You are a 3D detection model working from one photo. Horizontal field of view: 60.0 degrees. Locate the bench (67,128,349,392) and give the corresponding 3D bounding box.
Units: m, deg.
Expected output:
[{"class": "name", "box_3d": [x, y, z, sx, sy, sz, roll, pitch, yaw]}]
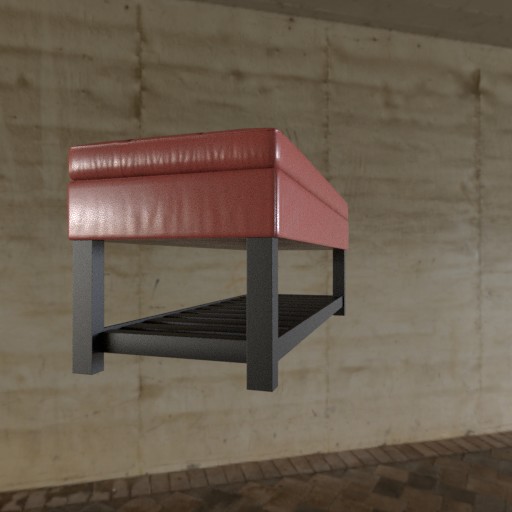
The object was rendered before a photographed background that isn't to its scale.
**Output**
[{"class": "bench", "box_3d": [0.000, 0.000, 1.311, 0.432, 0.460, 1.105, 0, 0, 18]}]
